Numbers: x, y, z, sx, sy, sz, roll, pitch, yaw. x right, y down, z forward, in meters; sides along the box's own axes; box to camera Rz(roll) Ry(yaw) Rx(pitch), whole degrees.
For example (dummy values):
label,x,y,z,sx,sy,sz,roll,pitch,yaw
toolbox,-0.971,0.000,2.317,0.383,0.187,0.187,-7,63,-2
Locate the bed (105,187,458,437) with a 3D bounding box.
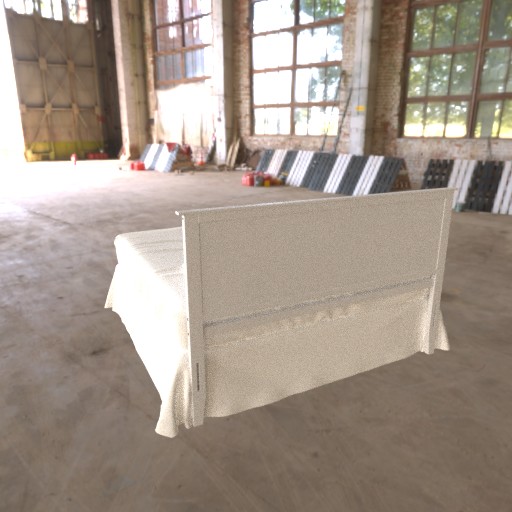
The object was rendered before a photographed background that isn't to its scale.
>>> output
label,x,y,z,sx,sy,sz,roll,pitch,yaw
bed,0.000,0.000,3.717,2.317,1.273,2.215,-8,18,-26
